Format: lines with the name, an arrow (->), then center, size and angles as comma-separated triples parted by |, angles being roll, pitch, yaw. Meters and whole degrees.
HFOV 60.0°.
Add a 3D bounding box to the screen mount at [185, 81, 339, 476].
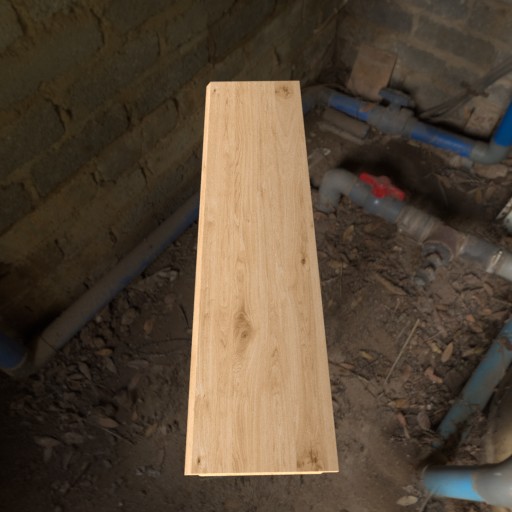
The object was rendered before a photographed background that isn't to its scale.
screen mount -> 0.000, 0.000, 1.893 | 0.450, 0.430, 1.700 | -1, 60, -1
